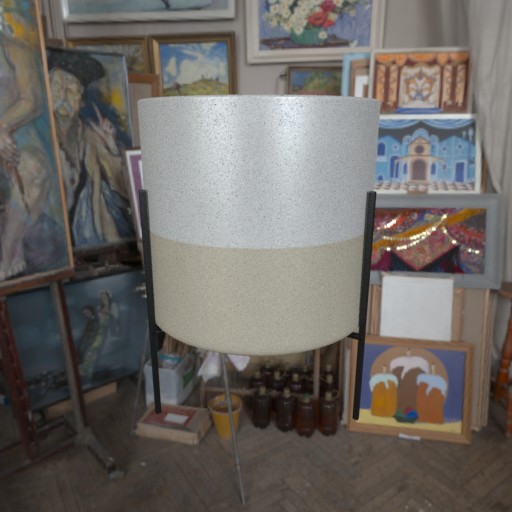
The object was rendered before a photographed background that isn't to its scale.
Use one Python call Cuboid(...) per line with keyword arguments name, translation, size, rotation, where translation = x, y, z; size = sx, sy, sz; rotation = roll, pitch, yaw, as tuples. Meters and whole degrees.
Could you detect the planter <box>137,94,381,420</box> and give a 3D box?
Cuboid(name="planter", translation=(0.000, 0.000, 0.734), size=(0.368, 0.484, 0.359), rotation=(-8, 19, -26))
